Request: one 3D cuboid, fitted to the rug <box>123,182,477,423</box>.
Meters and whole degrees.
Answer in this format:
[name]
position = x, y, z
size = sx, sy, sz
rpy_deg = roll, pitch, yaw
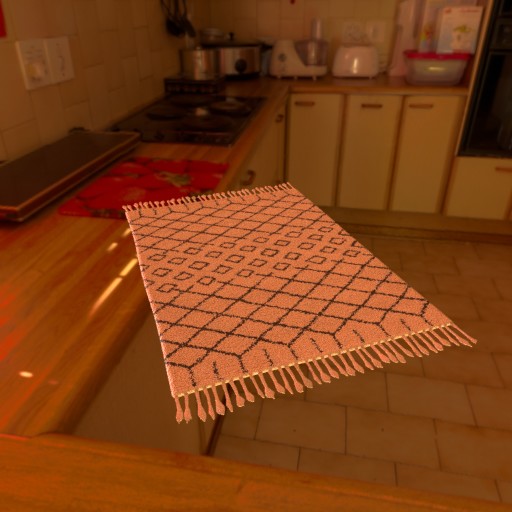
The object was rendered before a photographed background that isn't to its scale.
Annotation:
[rug]
position = 0.000, 0.000, 3.235
size = 1.664, 0.029, 2.615
rpy_deg = -10, 32, -17
